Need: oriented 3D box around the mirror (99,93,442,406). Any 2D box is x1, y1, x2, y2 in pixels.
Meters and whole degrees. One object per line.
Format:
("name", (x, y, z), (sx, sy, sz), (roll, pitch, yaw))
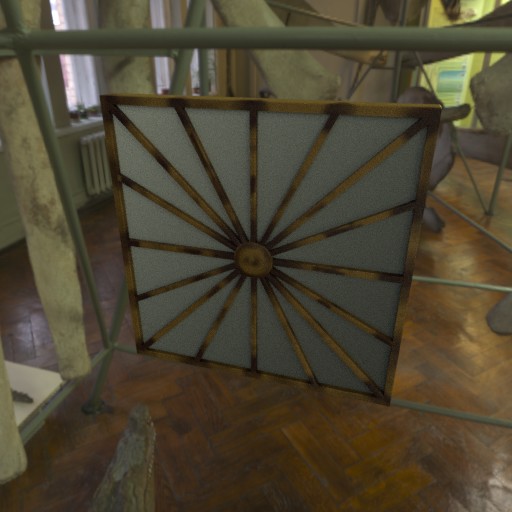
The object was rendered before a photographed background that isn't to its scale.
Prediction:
("mirror", (0.000, 0.000, 0.758), (0.509, 0.507, 0.042), (8, 27, 15))
